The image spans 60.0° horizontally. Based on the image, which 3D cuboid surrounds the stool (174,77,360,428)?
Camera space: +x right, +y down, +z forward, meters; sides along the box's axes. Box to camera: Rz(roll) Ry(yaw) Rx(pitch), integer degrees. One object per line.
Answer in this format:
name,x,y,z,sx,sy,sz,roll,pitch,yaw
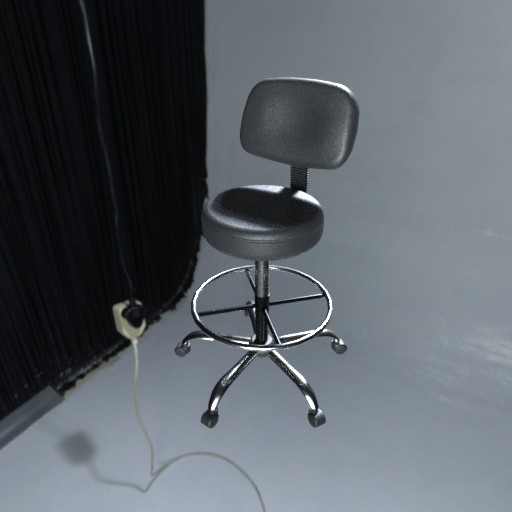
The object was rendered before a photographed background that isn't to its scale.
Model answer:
stool,0.000,0.000,1.511,0.694,1.069,0.658,18,34,28
